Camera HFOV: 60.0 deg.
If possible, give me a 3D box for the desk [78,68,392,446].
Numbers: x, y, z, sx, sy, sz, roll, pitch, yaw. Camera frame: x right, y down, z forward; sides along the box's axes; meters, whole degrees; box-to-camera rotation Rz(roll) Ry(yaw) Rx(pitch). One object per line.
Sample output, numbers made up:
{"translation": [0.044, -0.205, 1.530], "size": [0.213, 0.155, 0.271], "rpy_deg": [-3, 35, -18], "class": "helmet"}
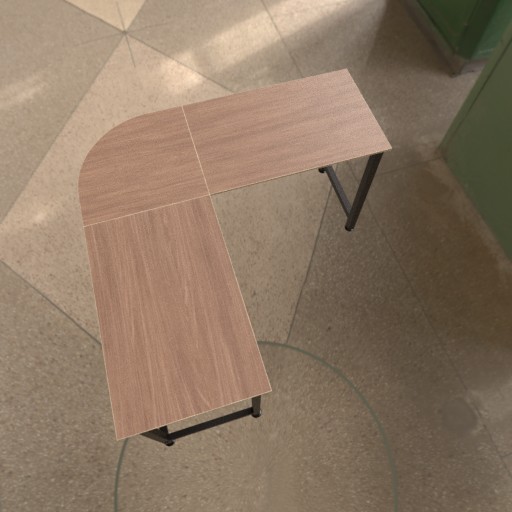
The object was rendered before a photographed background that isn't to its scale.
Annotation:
{"translation": [0.000, 0.000, 2.202], "size": [1.400, 0.762, 1.400], "rpy_deg": [-15, 64, -8], "class": "desk"}
